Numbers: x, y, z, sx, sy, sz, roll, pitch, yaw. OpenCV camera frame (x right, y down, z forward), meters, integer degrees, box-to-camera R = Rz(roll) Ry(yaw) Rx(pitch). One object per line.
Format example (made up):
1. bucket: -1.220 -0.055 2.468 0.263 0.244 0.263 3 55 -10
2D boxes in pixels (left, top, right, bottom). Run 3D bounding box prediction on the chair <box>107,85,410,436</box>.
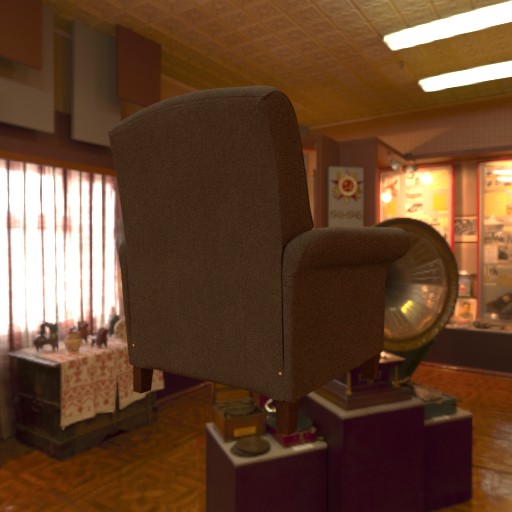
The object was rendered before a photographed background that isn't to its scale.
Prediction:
1. chair: 0.000 0.000 1.794 0.978 1.061 0.905 1 1 35
